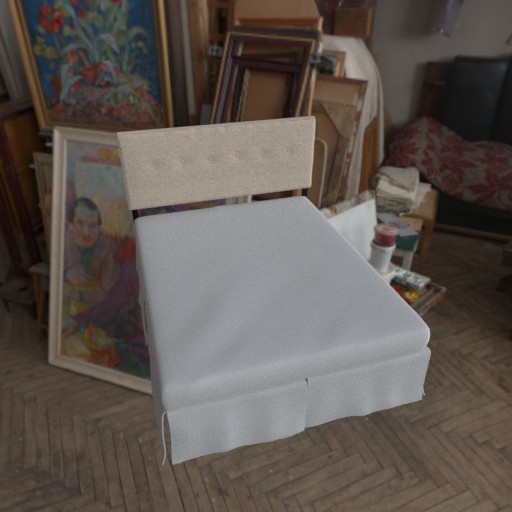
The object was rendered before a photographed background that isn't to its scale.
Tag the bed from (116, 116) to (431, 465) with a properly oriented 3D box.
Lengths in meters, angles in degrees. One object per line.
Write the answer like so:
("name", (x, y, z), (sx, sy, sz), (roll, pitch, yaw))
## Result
("bed", (0.000, 0.000, 3.010), (1.643, 1.270, 1.978), (-9, 33, -14))
